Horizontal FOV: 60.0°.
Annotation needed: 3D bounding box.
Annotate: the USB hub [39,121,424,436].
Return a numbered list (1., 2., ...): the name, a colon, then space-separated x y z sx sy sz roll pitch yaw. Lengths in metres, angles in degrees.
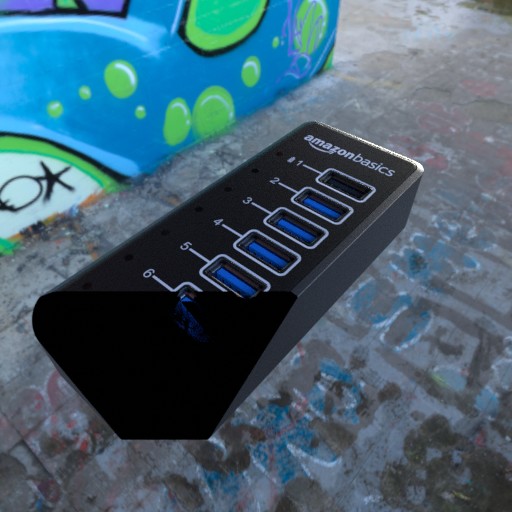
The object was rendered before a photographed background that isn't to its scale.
1. USB hub: 0.000 0.000 0.123 0.044 0.023 0.110 32 54 27
